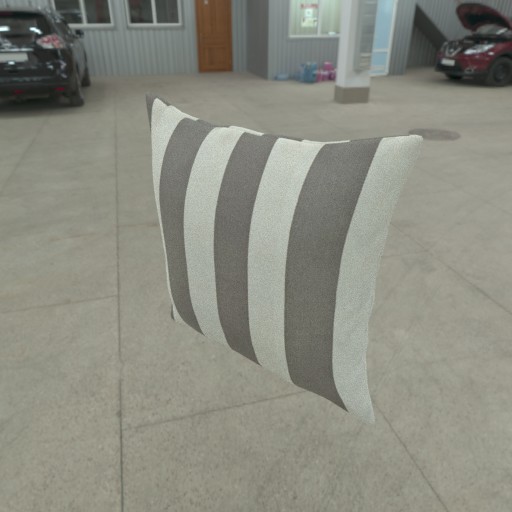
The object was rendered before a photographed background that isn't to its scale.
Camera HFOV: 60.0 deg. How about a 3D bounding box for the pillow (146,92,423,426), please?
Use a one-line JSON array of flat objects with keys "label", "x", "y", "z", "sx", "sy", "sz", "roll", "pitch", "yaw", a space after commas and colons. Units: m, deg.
[{"label": "pillow", "x": 0.000, "y": 0.000, "z": 0.793, "sx": 0.522, "sy": 0.507, "sz": 0.192, "roll": 21, "pitch": 35, "yaw": 33}]
